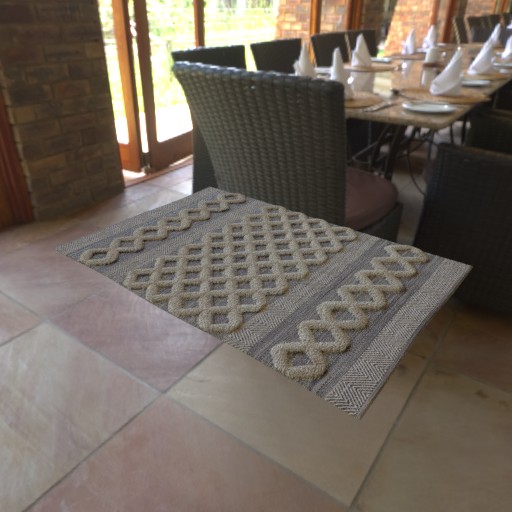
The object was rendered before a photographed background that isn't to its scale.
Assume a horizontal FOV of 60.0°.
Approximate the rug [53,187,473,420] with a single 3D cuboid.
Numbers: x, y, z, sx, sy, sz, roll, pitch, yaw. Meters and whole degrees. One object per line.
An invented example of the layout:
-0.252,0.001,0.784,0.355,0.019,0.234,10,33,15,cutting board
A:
0.000,0.000,2.305,1.823,0.030,1.222,21,36,33,rug
